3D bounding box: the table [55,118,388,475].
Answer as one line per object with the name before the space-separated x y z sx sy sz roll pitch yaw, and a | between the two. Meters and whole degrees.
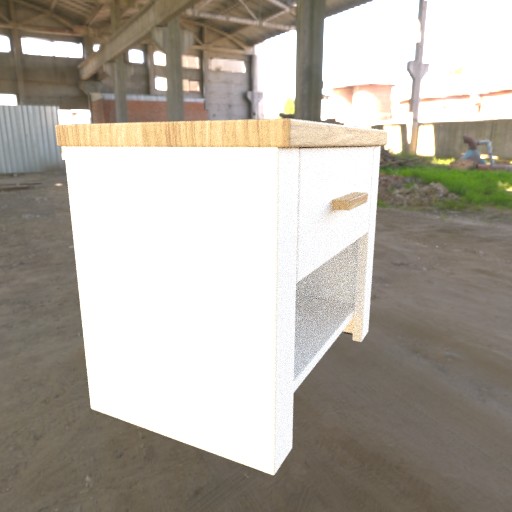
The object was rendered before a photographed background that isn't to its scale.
table | 0.000 0.000 0.793 0.360 0.440 0.500 7 16 26
